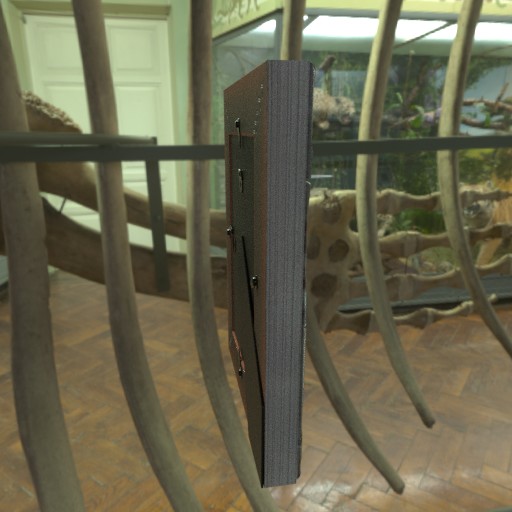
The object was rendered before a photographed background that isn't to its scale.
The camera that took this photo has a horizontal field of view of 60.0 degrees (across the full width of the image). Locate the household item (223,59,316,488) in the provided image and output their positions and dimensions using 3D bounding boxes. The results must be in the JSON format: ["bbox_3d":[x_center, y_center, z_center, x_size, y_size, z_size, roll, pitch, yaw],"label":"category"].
[{"bbox_3d":[0.000,0.000,0.291,0.025,0.216,0.165,-3,17,-10],"label":"household item"}]
